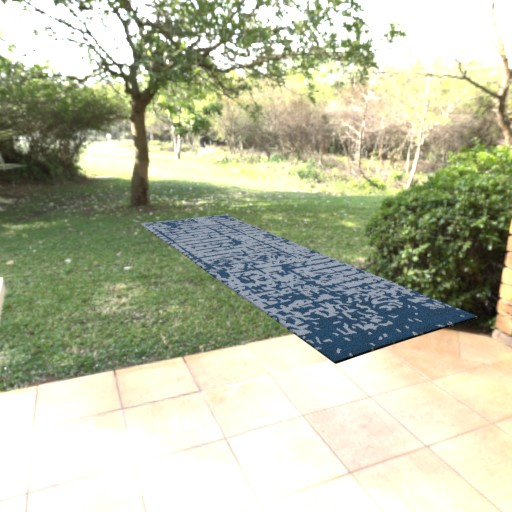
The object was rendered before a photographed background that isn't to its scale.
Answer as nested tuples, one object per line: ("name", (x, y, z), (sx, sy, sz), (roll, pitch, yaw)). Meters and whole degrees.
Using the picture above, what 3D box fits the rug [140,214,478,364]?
("rug", (0.000, 0.000, 2.674), (0.750, 0.011, 2.435), (-9, 19, -28))
